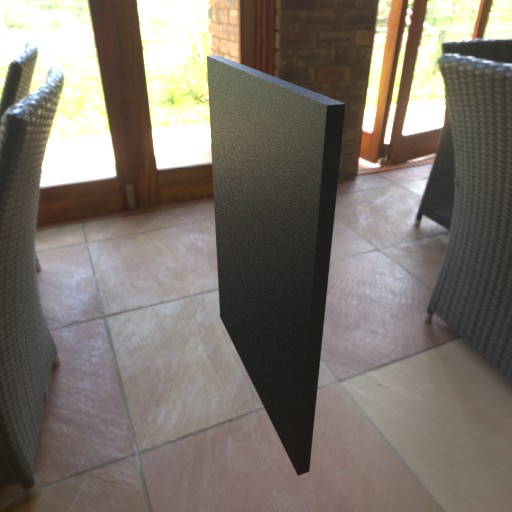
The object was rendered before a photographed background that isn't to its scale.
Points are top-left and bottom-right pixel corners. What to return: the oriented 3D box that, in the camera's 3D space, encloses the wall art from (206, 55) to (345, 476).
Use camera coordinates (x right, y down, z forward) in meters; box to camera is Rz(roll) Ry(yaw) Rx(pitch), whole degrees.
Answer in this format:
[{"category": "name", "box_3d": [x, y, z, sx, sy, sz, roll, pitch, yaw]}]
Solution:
[{"category": "wall art", "box_3d": [0.000, 0.000, 1.377, 0.038, 1.062, 0.806, -11, 32, -18]}]
